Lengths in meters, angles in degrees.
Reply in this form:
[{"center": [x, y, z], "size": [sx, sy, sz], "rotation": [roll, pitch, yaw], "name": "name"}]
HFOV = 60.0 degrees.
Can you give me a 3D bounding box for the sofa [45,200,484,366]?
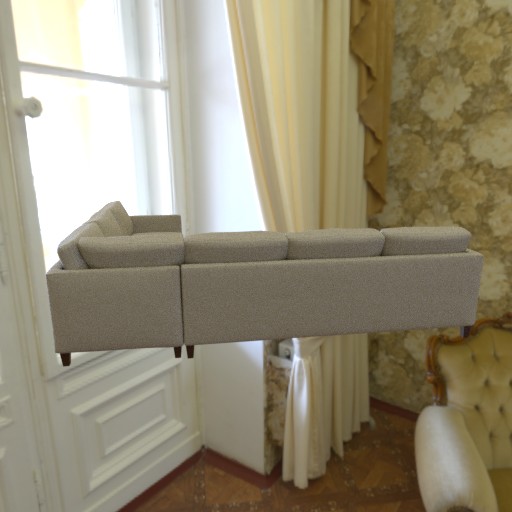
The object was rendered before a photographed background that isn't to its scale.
[{"center": [0.000, 0.000, 4.487], "size": [3.333, 0.934, 2.522], "rotation": [-2, 15, -9], "name": "sofa"}]
